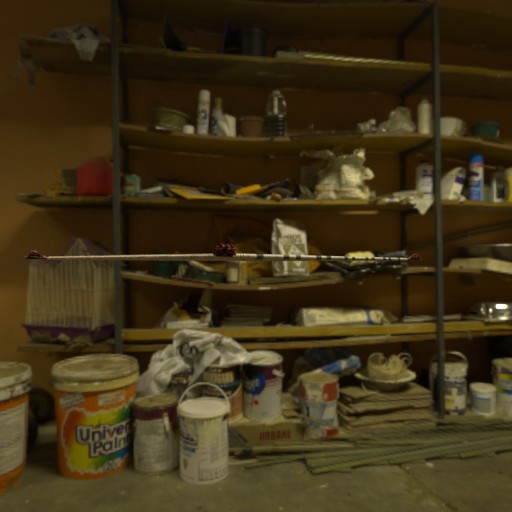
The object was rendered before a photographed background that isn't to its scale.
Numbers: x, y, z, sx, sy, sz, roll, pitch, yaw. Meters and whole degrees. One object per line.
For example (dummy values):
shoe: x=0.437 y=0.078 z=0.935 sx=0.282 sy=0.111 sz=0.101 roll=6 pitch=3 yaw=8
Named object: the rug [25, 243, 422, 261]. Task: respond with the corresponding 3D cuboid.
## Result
rug: x=0.000 y=0.000 z=3.349 sx=1.741 sy=0.066 sz=2.672 roll=-1 pitch=-1 yaw=36
